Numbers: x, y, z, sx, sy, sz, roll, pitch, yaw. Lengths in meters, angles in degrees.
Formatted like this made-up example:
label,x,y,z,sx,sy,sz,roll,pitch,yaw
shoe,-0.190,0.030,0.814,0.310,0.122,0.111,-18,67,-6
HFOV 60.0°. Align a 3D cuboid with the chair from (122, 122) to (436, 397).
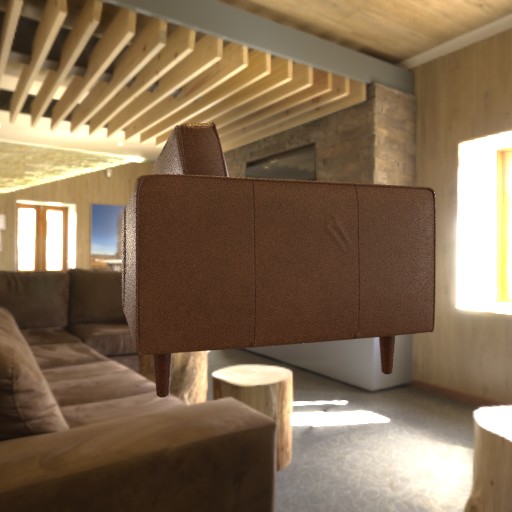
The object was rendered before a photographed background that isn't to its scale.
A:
label,x,y,z,sx,sy,sz,roll,pitch,yaw
chair,0.000,0.000,1.593,0.900,0.770,0.920,0,0,-19
